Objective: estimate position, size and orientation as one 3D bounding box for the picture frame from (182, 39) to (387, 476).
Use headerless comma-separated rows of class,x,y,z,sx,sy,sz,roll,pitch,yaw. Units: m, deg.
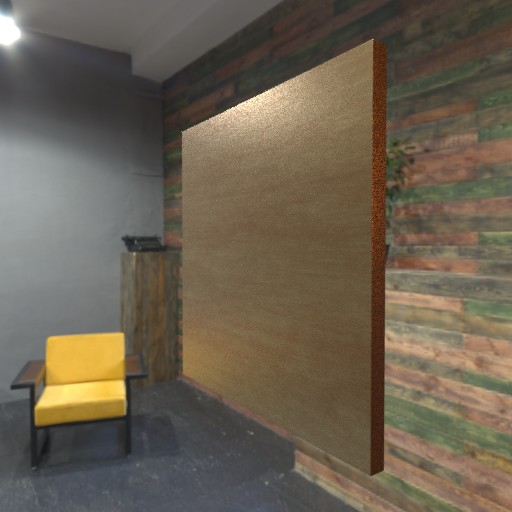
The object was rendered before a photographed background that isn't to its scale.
picture frame,0.000,0.000,1.092,0.037,0.761,0.758,-1,2,-35
